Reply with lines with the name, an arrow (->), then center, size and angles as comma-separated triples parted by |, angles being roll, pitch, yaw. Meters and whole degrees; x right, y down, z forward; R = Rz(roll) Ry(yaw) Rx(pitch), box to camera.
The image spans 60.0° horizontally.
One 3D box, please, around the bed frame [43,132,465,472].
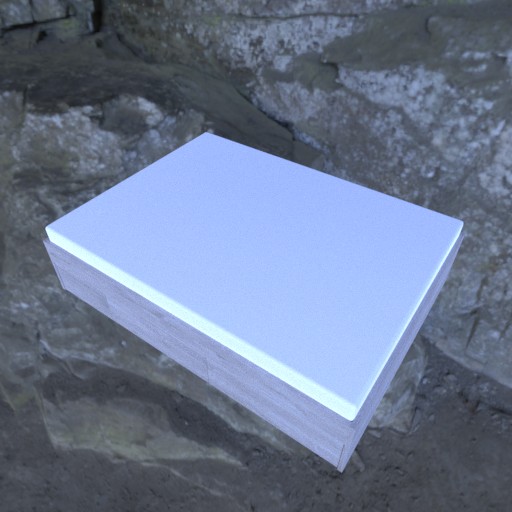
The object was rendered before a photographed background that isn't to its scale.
bed frame -> 0.000, 0.000, 2.643 | 1.944, 0.490, 1.448 | 25, 48, 25
